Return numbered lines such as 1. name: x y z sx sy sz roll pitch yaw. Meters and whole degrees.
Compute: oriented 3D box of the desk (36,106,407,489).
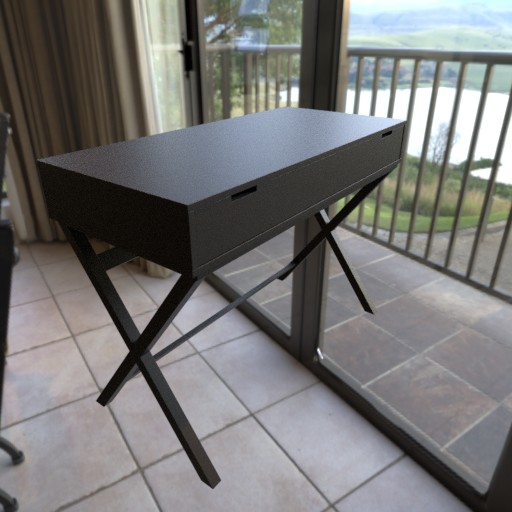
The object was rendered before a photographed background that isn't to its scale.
1. desk: 0.000 0.000 1.464 0.504 0.780 1.057 19 33 33
